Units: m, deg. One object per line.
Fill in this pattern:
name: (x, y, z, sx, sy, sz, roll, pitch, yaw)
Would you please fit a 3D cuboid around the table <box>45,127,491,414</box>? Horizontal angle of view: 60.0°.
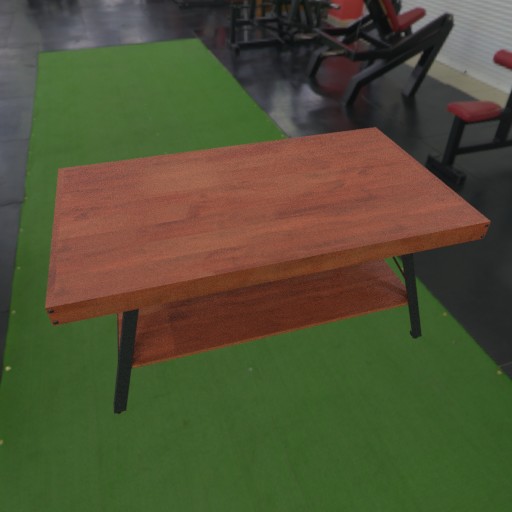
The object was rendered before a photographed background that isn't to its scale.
table: (0.000, 0.000, 1.381, 1.067, 0.457, 0.610, -11, 41, -13)
